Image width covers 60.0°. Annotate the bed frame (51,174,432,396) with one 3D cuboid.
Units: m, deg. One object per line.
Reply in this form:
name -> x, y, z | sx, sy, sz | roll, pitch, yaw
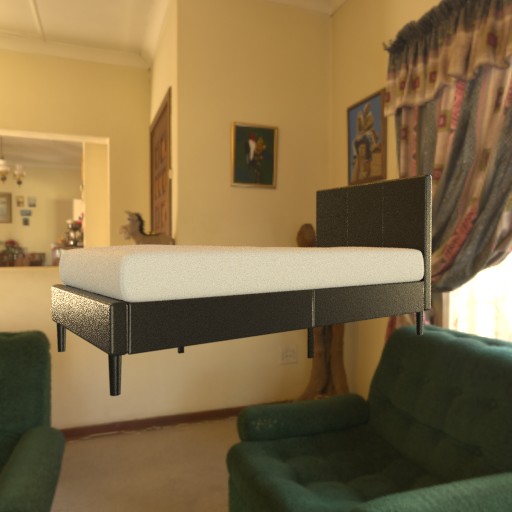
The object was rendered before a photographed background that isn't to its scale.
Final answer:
bed frame -> 0.000, 0.000, 2.546 | 2.152, 1.046, 1.038 | -1, 1, -36
